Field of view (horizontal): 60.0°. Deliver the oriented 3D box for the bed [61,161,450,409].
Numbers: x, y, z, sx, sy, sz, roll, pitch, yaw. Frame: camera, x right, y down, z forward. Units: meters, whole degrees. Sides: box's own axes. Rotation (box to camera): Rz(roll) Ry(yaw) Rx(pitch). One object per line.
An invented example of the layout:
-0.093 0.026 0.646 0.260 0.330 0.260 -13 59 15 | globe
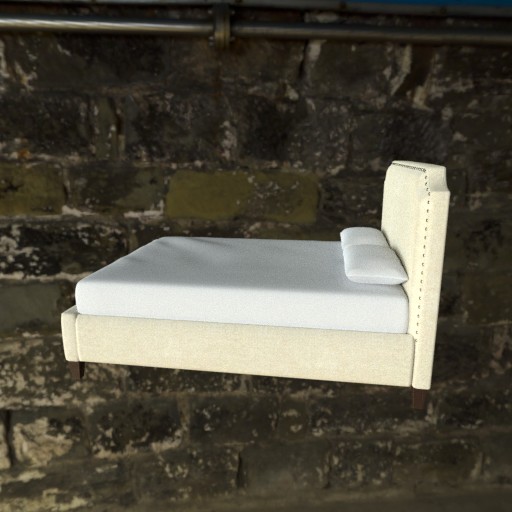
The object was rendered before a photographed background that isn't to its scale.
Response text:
0.000 0.000 3.507 2.381 1.457 1.713 2 14 9 | bed
